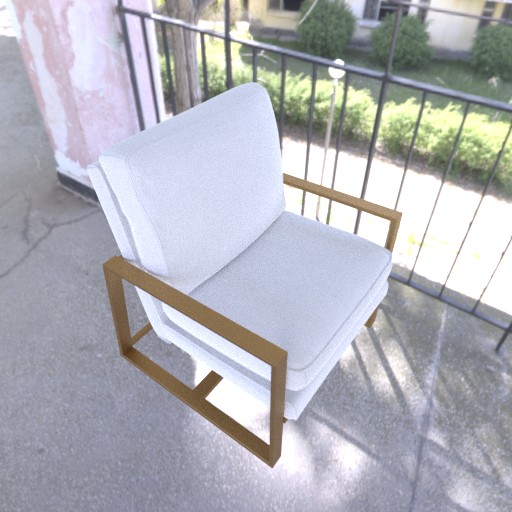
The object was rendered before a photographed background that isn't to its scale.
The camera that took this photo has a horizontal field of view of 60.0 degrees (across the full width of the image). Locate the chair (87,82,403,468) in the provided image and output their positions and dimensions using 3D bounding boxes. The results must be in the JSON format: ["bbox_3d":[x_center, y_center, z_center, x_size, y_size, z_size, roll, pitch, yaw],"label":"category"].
[{"bbox_3d":[0.000,0.000,1.581,0.813,0.966,0.805,26,48,26],"label":"chair"}]
